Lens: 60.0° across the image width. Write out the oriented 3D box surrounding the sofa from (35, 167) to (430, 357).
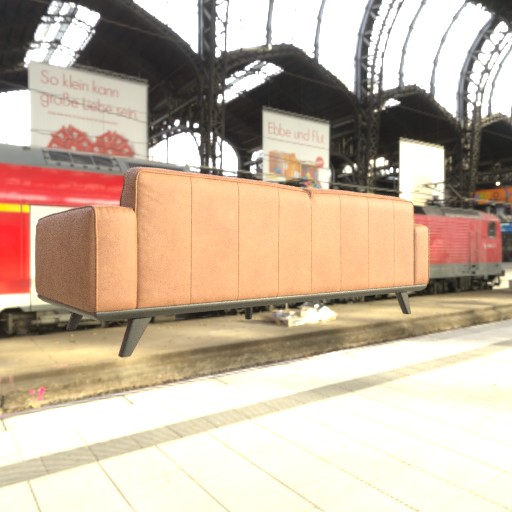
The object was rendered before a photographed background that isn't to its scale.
[{"bbox_3d":[0.000,0.000,2.668,2.270,0.780,0.953,-1,1,-37],"label":"sofa"}]
